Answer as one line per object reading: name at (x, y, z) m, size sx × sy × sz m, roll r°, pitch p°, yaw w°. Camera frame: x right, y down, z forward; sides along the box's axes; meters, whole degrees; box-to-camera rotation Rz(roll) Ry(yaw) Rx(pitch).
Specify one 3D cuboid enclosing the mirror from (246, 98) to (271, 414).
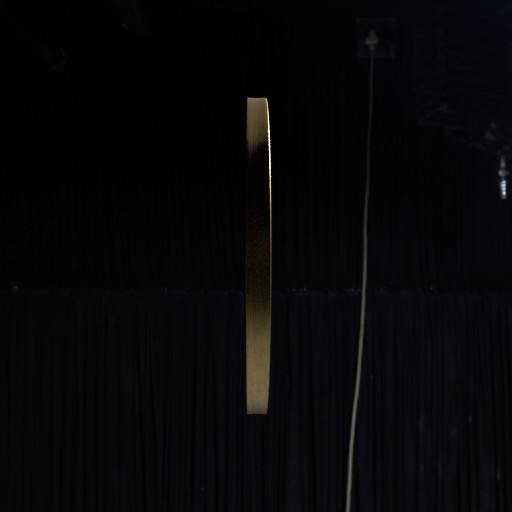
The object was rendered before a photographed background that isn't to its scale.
mirror at (0.000, 0.000, 0.841) m, size 0.032 × 0.565 × 0.565 m, roll 0°, pitch -1°, yaw -1°
